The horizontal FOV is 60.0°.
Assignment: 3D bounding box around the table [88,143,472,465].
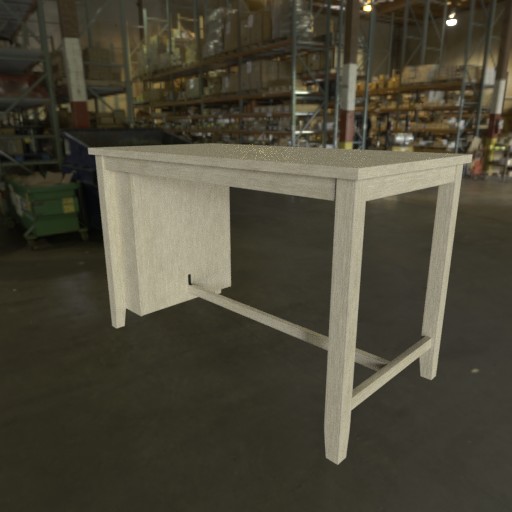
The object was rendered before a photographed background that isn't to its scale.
[{"bbox_3d":[0.000,0.000,1.888,1.397,0.874,0.729,16,22,42],"label":"table"}]
